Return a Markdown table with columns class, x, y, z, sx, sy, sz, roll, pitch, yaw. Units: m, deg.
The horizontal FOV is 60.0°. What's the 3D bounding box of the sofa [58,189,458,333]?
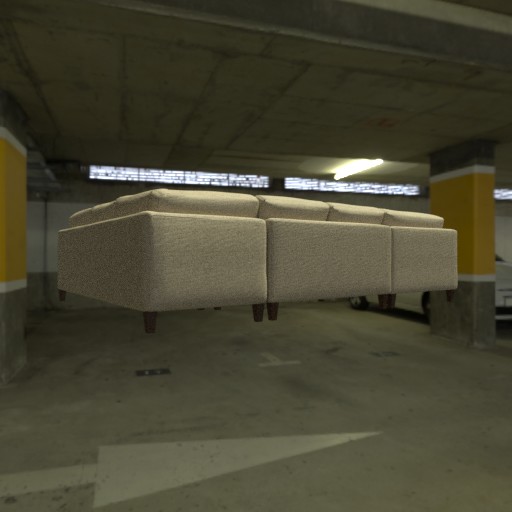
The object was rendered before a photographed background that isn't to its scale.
| class | x | y | z | sx | sy | sz | roll | pitch | yaw |
| --- | --- | --- | --- | --- | --- | --- | --- | --- | --- |
| sofa | 0.000 | 0.000 | 4.708 | 3.460 | 0.959 | 2.593 | 0 | 0 | -35 |
